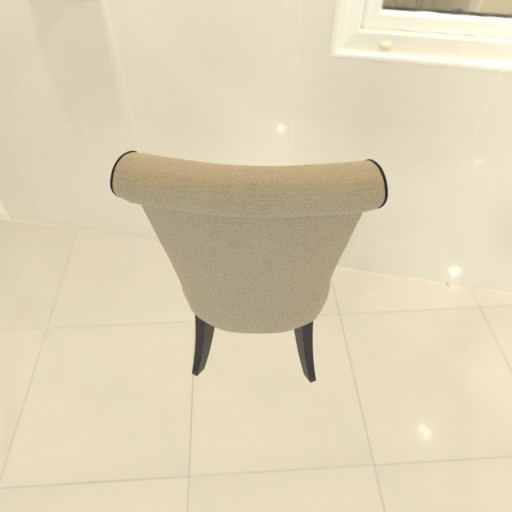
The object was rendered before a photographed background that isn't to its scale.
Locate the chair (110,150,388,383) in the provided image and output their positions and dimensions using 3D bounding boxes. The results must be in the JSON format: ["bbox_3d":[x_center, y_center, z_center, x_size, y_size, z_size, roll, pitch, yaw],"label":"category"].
[{"bbox_3d":[0.000,0.000,1.338,0.522,0.997,0.623,3,47,2],"label":"chair"}]
